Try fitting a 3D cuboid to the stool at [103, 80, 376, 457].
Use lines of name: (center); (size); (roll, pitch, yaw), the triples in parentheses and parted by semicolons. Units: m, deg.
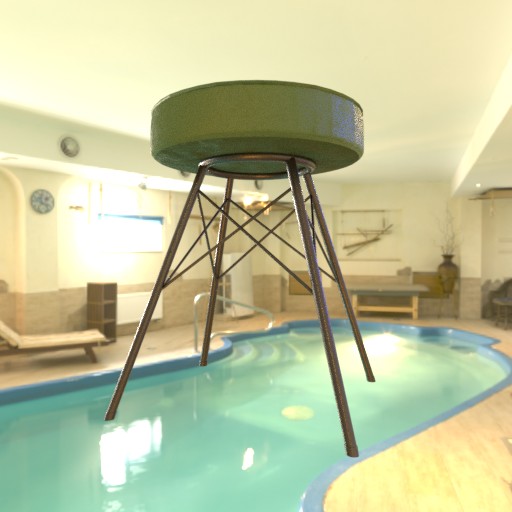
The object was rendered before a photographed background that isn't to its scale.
stool: (0.000, 0.000, 0.918); (0.457, 0.595, 0.430); (0, 1, 19)
